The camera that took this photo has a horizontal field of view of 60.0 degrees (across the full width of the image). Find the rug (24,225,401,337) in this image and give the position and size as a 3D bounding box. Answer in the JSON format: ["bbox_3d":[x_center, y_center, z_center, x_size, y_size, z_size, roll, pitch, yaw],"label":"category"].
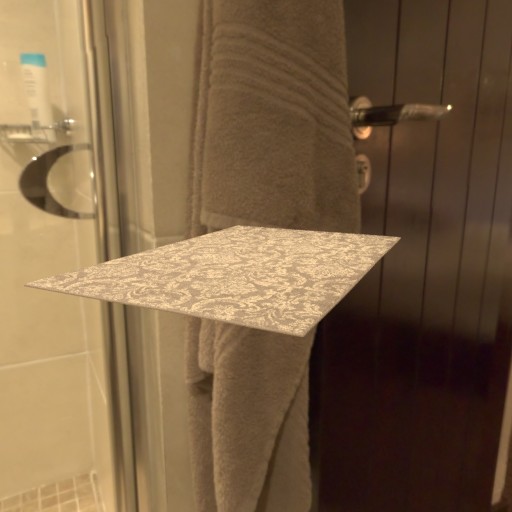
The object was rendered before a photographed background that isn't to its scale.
[{"bbox_3d":[0.000,0.000,3.522,1.819,0.018,2.746,6,14,26],"label":"rug"}]
